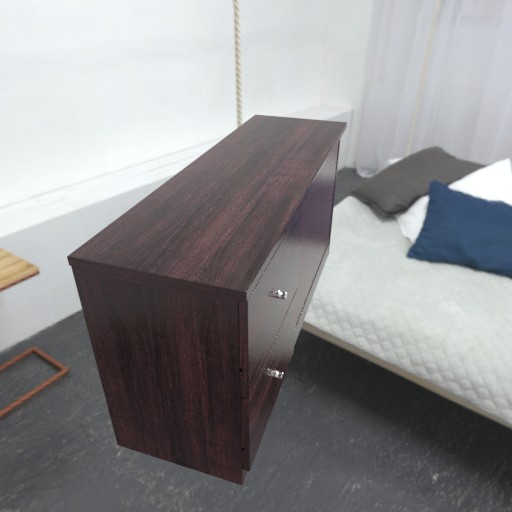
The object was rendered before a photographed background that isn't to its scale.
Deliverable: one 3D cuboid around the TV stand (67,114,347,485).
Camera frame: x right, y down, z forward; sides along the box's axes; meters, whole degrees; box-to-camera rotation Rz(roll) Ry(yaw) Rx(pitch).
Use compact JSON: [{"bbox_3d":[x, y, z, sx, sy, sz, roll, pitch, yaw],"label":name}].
[{"bbox_3d":[0.000,0.000,1.478,0.404,0.614,1.192,10,33,16],"label":"TV stand"}]
